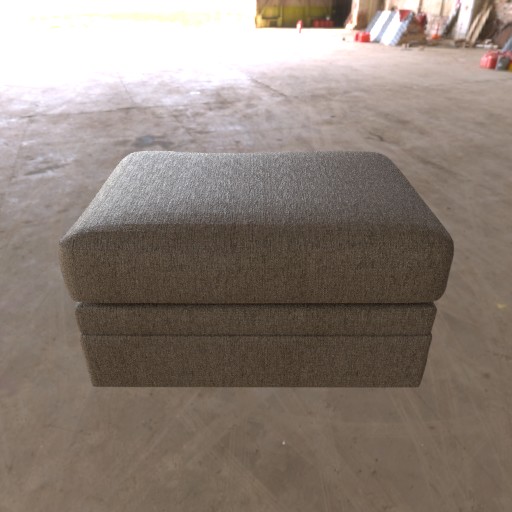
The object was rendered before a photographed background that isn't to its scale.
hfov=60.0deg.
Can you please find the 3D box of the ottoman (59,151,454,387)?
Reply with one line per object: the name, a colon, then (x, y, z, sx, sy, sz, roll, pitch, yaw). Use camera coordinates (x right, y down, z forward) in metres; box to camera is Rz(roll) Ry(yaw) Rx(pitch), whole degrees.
ottoman: (0.000, 0.000, 1.282, 0.885, 0.478, 0.637, 0, 31, 0)
